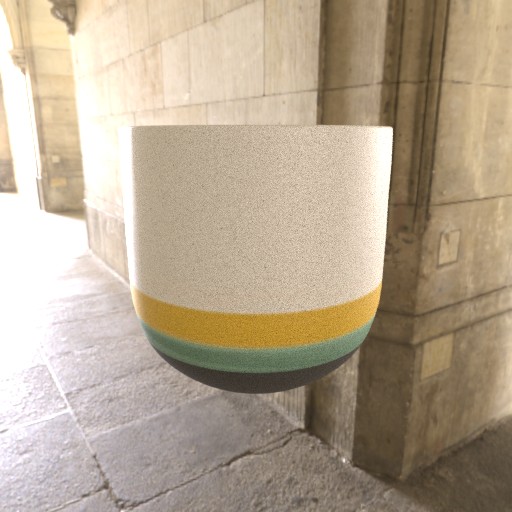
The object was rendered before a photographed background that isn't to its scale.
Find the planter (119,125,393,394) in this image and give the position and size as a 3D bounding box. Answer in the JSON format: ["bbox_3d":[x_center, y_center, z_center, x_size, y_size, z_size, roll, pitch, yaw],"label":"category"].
[{"bbox_3d":[0.000,0.000,0.484,0.268,0.270,0.268,0,15,0],"label":"planter"}]
